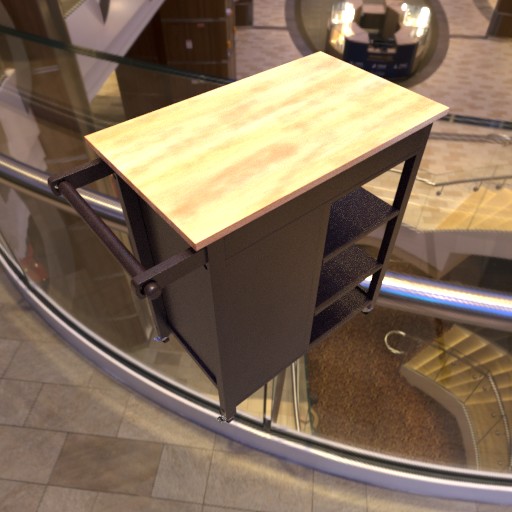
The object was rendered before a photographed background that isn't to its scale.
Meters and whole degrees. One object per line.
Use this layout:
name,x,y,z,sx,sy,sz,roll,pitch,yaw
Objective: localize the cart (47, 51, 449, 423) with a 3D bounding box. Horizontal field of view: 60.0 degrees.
cart,0.000,0.000,1.386,0.914,0.878,0.472,-31,53,-26
